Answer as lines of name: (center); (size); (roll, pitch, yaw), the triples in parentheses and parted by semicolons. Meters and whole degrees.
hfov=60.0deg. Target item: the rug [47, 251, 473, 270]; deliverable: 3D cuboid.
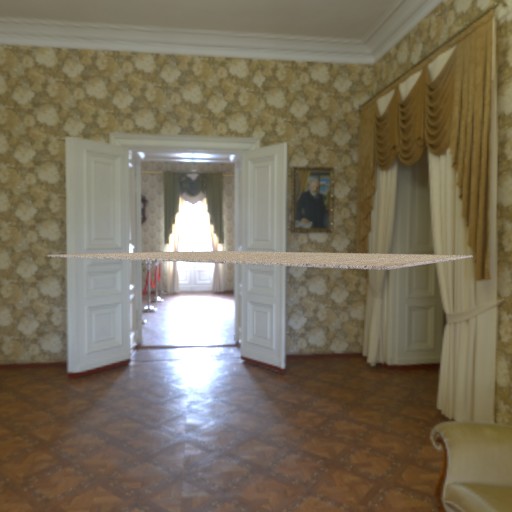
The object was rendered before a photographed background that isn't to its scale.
rug: (0.000, 0.000, 2.861); (2.283, 0.013, 1.547); (1, 2, 36)
